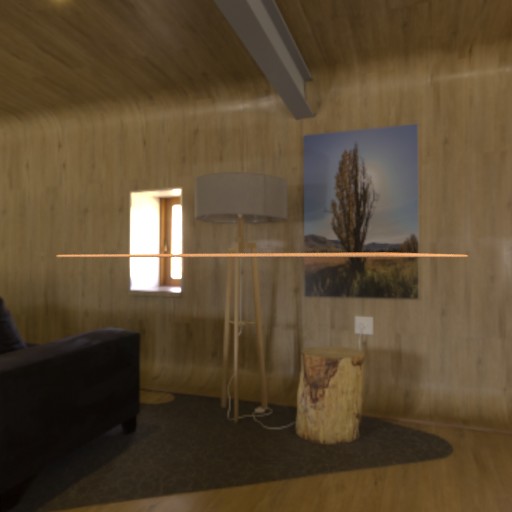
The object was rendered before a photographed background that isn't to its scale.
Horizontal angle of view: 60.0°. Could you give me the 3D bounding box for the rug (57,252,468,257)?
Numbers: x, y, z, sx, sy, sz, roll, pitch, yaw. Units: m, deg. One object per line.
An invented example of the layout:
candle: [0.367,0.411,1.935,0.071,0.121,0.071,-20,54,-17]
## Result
rug: [0.000,0.000,2.131,1.678,0.013,1.078,0,0,36]
